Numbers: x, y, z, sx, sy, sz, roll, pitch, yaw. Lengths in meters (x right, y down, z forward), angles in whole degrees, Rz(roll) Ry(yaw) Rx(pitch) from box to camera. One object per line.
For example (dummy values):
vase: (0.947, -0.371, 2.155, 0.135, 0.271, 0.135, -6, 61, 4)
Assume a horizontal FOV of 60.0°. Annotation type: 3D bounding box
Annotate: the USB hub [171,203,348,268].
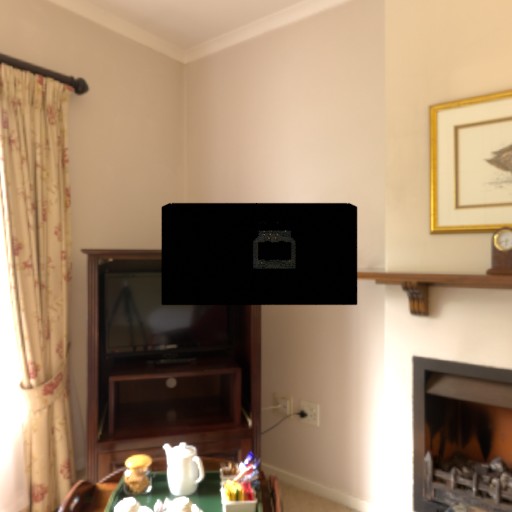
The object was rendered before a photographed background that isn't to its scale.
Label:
USB hub: (0.000, 0.000, 0.161, 0.044, 0.023, 0.145, 0, 0, -1)
